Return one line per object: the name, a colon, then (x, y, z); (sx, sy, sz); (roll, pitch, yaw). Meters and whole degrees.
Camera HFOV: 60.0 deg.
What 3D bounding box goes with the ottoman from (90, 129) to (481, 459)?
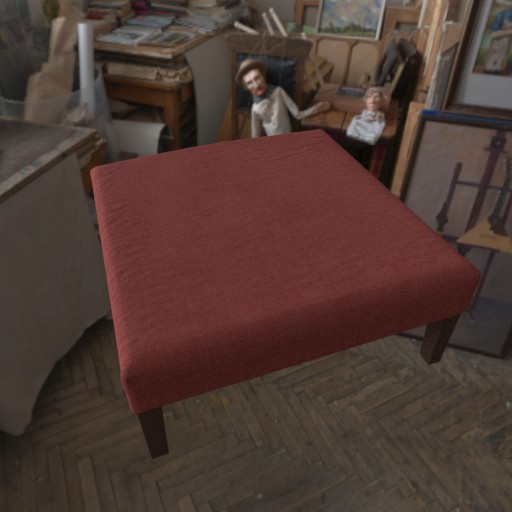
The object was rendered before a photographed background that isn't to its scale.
ottoman: (0.000, 0.000, 1.409); (0.890, 0.411, 0.889); (-13, 42, -15)
